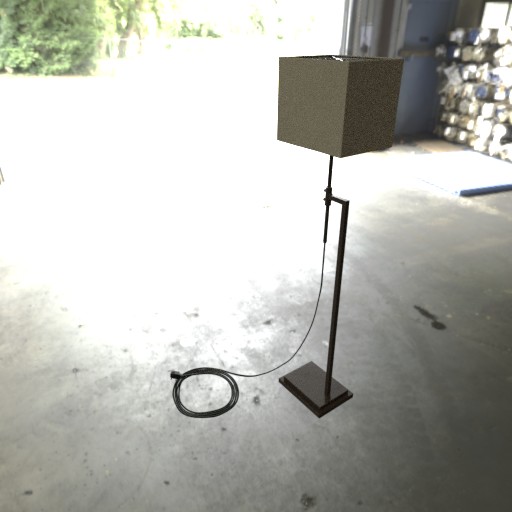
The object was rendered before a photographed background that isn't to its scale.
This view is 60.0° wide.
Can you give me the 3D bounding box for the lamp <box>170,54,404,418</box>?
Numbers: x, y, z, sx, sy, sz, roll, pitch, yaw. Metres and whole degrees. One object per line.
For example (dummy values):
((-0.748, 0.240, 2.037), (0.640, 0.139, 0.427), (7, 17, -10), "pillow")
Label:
((0.000, 0.000, 1.956), (0.774, 1.600, 0.698), (-19, 32, -32), "lamp")
